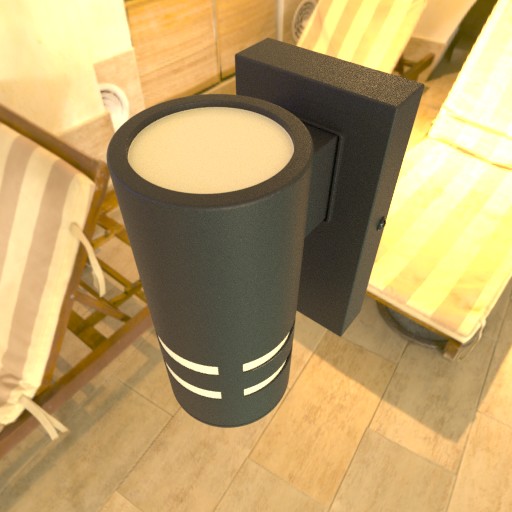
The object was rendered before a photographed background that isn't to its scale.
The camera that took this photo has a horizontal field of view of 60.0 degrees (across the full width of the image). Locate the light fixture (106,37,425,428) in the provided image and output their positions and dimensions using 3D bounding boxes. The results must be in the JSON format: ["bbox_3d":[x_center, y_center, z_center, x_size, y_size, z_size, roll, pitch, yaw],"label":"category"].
[{"bbox_3d":[0.000,0.000,0.254,0.098,0.179,0.138,30,53,25],"label":"light fixture"}]
